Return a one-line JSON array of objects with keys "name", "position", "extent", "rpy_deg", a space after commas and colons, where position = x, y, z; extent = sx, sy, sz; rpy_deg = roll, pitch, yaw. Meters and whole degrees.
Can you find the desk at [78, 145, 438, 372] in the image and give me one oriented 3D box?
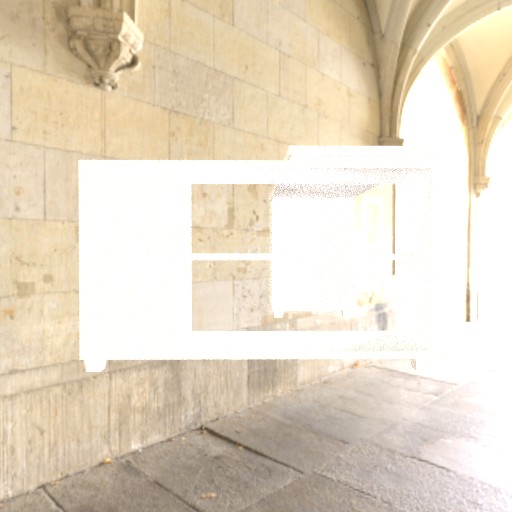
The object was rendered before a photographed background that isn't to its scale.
[{"name": "desk", "position": [0.000, 0.000, 2.246], "extent": [1.199, 0.759, 1.524], "rpy_deg": [0, 1, -1]}]
